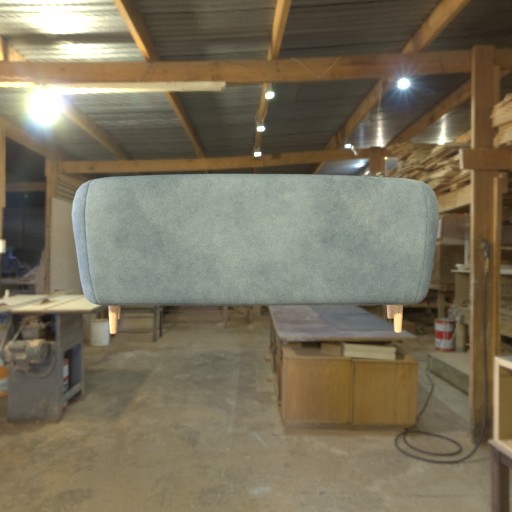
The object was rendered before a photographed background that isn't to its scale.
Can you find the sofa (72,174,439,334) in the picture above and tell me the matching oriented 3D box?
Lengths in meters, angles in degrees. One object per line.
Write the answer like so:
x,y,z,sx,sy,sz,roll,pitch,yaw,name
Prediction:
0.000,0.000,2.504,2.095,0.795,0.849,0,0,-1,sofa
